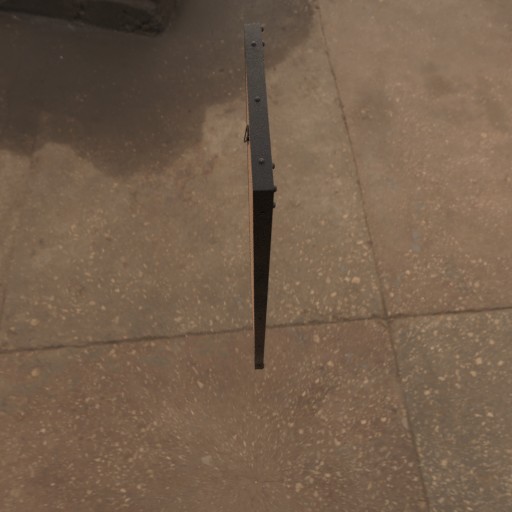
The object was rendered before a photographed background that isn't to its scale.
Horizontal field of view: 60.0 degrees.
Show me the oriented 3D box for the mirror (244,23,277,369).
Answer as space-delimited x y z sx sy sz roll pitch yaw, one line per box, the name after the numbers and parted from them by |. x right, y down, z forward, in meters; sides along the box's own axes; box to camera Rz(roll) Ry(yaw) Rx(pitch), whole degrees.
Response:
0.000 0.000 1.161 0.042 1.080 0.354 -2 63 -1 | mirror
